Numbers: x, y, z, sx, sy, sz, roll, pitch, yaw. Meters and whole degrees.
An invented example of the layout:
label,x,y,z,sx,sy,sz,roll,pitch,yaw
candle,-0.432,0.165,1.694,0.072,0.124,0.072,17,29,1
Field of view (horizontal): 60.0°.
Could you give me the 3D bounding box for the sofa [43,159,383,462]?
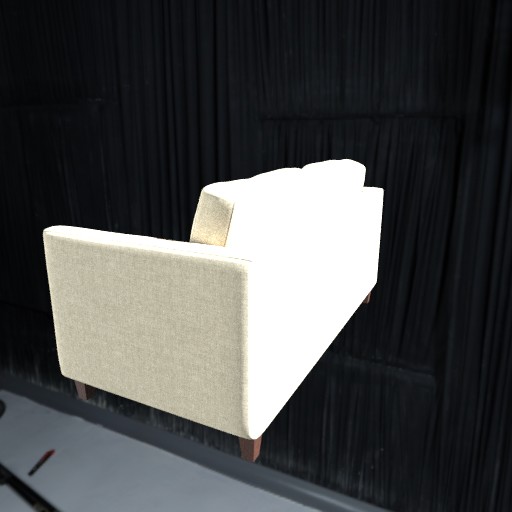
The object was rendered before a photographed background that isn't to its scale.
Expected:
label,x,y,z,sx,sy,sz,roll,pitch,yaw
sofa,0.000,0.000,2.363,0.950,0.963,1.884,8,18,26
